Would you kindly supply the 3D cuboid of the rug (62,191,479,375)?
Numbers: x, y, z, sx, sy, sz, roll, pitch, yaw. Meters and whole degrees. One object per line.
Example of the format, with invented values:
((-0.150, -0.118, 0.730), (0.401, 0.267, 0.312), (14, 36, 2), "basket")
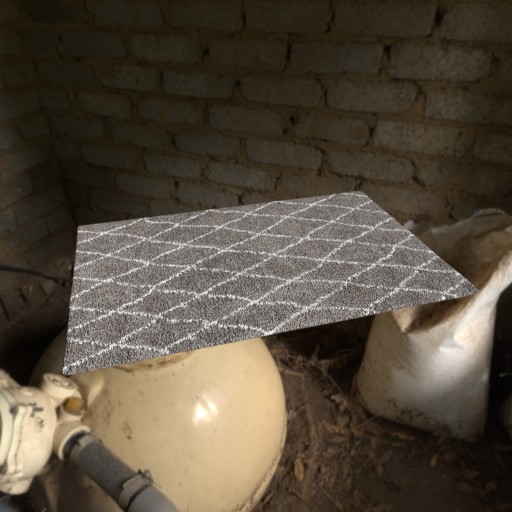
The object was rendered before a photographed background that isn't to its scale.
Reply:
((0.000, 0.000, 3.487), (2.743, 0.030, 1.778), (-9, 33, -14), "rug")
